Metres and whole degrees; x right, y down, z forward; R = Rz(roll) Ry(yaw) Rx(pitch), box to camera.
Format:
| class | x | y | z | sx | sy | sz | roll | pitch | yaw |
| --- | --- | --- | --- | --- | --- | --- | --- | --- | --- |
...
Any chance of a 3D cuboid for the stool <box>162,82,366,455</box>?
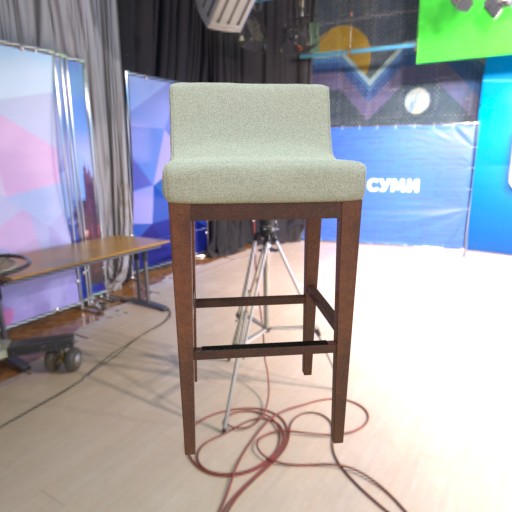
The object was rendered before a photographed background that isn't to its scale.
| class | x | y | z | sx | sy | sz | roll | pitch | yaw |
| --- | --- | --- | --- | --- | --- | --- | --- | --- | --- |
| stool | 0.000 | 0.000 | 1.359 | 0.511 | 1.037 | 0.500 | -2 | 15 | -6 |
